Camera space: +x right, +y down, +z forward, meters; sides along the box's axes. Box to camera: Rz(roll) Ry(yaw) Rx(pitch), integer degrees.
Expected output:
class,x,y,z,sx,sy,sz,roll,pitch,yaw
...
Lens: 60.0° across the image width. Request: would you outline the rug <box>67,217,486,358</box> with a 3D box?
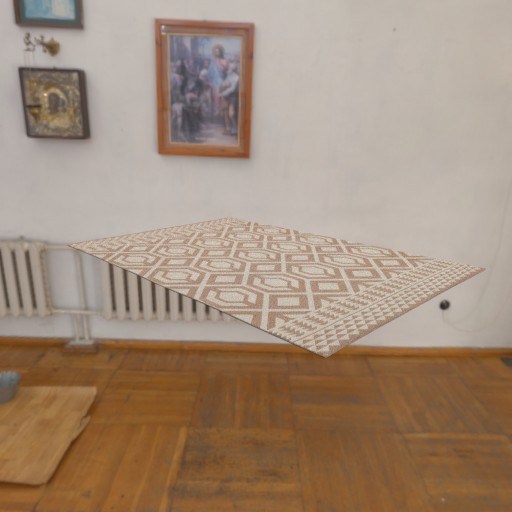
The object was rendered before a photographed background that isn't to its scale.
class,x,y,z,sx,sy,sz,roll,pitch,yaw
rug,0.000,0.000,2.295,1.219,0.008,1.829,-14,21,-42
